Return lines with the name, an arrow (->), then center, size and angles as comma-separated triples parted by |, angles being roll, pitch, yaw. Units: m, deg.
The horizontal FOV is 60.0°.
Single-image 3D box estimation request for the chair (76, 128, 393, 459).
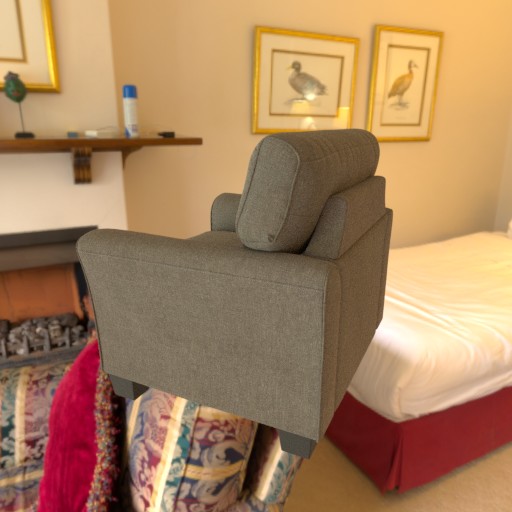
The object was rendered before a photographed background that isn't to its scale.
chair -> 0.000, 0.000, 1.620 | 0.816, 0.890, 0.941 | 8, 19, 25
